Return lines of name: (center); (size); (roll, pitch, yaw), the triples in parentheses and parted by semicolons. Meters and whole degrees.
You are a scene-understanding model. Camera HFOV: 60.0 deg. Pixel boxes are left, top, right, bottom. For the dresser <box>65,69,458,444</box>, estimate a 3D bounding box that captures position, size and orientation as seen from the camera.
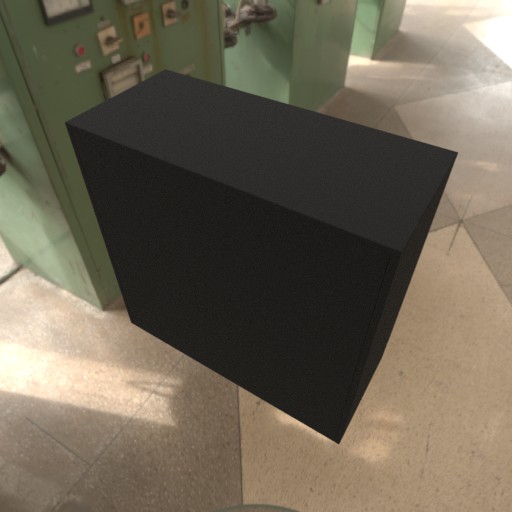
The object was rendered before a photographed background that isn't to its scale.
dresser: (0.000, 0.000, 1.177); (0.750, 0.720, 0.360); (24, 50, 22)
